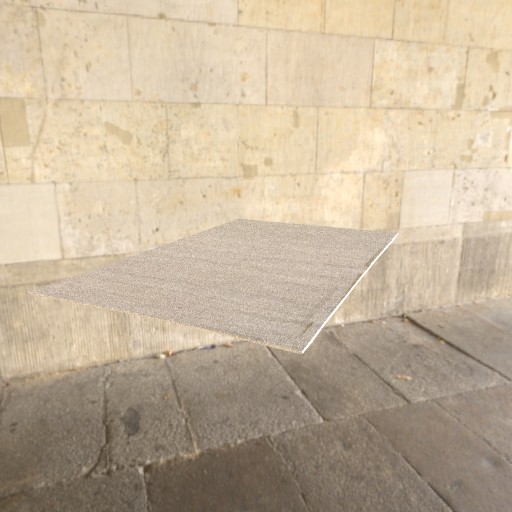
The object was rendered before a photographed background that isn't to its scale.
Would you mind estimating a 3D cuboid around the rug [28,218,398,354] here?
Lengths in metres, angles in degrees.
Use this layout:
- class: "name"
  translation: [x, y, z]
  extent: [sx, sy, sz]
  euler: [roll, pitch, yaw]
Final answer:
- class: "rug"
  translation: [0.000, 0.000, 2.336]
  extent: [1.179, 0.022, 1.820]
  euler: [7, 17, 25]
